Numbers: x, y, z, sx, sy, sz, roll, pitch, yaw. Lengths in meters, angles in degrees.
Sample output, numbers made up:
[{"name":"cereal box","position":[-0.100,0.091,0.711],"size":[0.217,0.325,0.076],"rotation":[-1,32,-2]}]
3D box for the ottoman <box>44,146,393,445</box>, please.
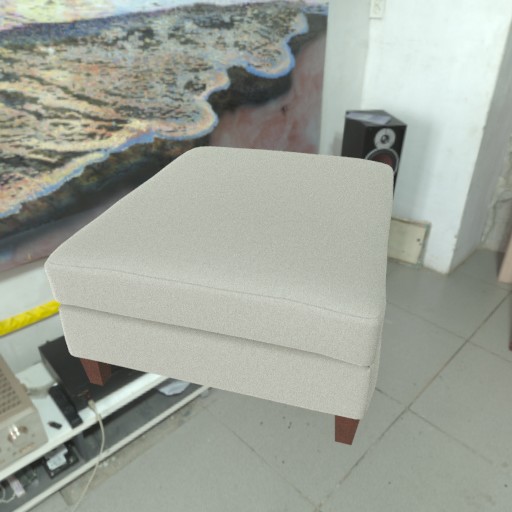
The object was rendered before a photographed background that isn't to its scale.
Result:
[{"name":"ottoman","position":[0.000,0.000,1.471],"size":[0.836,0.492,0.976],"rotation":[8,32,14]}]
